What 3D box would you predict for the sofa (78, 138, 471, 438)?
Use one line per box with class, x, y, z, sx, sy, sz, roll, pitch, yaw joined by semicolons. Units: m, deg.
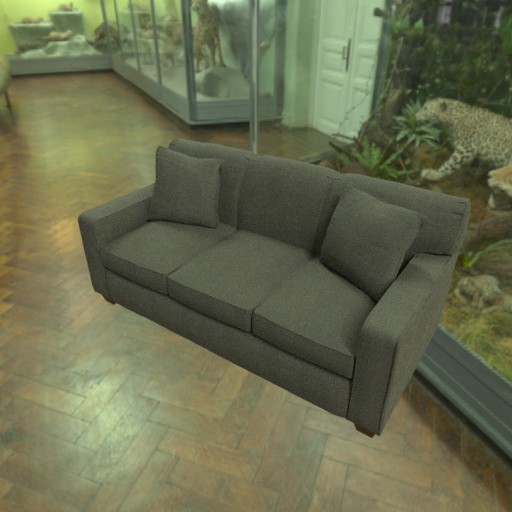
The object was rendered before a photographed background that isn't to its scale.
sofa;0.000;0.000;2.599;2.024;0.958;0.997;19;36;29
